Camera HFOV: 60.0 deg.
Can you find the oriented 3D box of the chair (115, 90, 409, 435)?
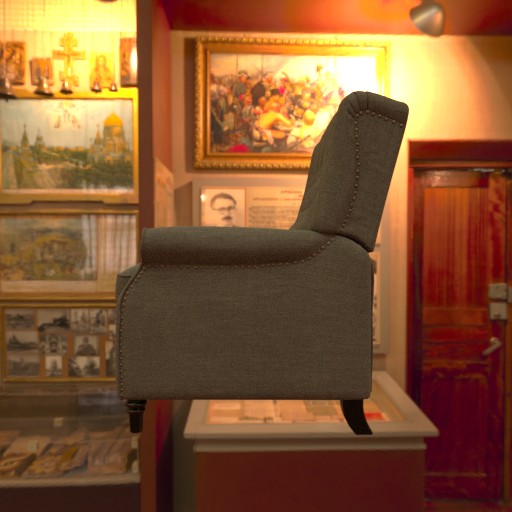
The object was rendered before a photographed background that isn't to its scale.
[{"bbox_3d":[0.000,0.000,1.608,0.898,1.035,0.742,0,1,0],"label":"chair"}]
